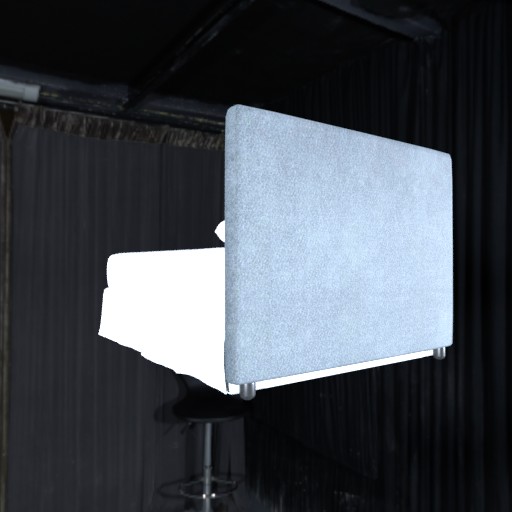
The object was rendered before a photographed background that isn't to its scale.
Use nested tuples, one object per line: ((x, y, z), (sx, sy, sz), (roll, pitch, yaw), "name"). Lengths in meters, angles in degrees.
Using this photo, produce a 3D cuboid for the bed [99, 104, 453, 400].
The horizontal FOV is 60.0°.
((0.000, 0.000, 3.257), (1.713, 1.330, 2.142), (0, -1, -34), "bed")
